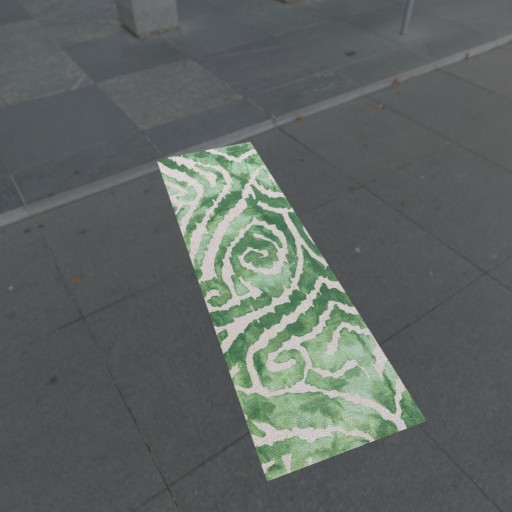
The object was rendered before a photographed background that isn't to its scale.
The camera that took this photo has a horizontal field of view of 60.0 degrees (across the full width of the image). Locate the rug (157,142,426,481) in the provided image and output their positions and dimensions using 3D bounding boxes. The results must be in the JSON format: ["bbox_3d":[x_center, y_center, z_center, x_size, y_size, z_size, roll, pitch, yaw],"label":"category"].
[{"bbox_3d":[0.000,0.000,2.696,0.761,0.006,2.438,-14,48,-13],"label":"rug"}]
